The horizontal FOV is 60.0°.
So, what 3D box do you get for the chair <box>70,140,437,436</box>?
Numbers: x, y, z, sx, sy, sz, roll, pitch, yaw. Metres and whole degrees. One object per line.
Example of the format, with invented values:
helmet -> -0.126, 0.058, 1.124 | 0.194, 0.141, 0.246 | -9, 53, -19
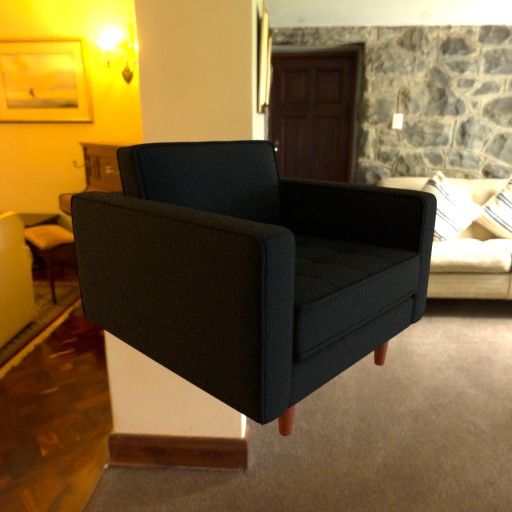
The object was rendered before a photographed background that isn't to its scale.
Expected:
chair -> 0.000, 0.000, 1.547 | 0.920, 0.770, 0.899 | 15, 22, 42
